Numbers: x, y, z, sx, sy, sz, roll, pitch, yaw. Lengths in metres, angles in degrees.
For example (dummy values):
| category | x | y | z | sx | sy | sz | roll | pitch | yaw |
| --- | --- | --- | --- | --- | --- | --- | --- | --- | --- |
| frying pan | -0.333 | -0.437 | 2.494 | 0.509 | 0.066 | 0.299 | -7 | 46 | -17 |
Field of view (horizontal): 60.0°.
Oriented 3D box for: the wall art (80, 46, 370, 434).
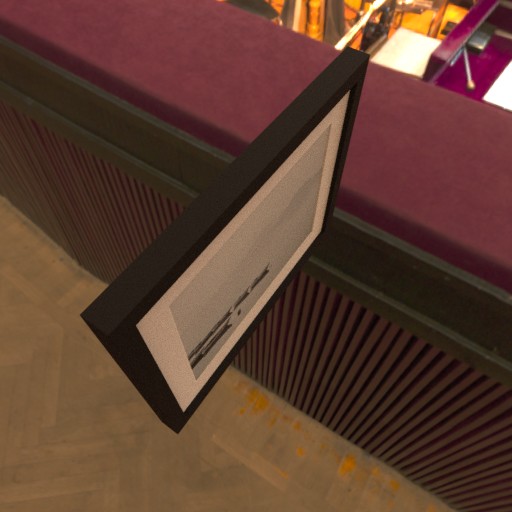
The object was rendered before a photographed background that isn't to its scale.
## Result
| category | x | y | z | sx | sy | sz | roll | pitch | yaw |
| --- | --- | --- | --- | --- | --- | --- | --- | --- | --- |
| wall art | 0.000 | 0.000 | 0.533 | 0.028 | 0.325 | 0.397 | 30 | 62 | 18 |
